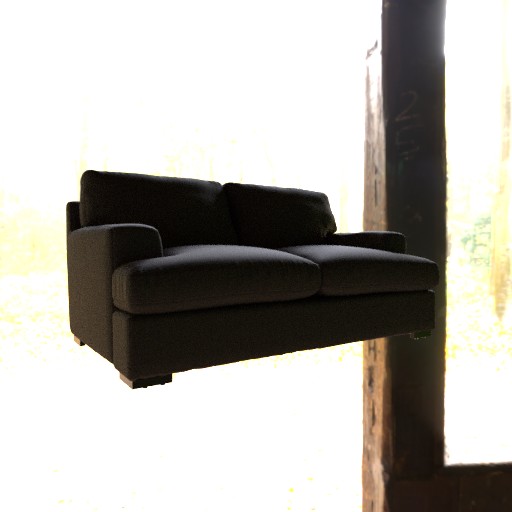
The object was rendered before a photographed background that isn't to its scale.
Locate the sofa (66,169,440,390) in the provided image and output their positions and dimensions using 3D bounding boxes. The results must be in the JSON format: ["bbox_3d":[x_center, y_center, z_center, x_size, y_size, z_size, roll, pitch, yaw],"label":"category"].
[{"bbox_3d":[0.000,0.000,2.515,1.880,0.940,1.143,-1,1,-34],"label":"sofa"}]
